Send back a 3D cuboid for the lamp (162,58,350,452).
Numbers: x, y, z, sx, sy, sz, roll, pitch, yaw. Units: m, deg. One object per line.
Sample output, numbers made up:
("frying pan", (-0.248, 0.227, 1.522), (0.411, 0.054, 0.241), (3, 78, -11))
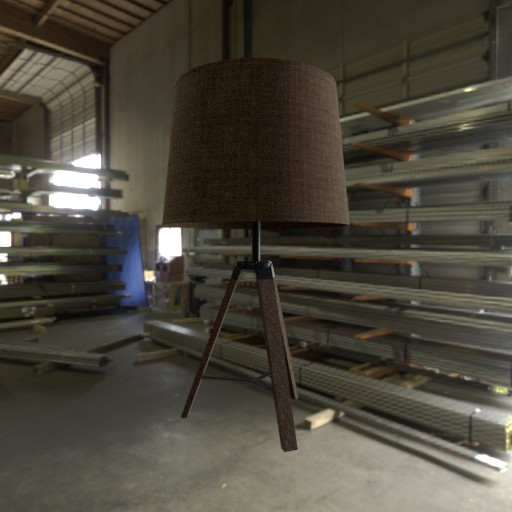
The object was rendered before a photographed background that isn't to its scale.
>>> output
("lamp", (0.000, 0.000, 0.698), (0.290, 0.514, 0.290), (0, 1, 0))
